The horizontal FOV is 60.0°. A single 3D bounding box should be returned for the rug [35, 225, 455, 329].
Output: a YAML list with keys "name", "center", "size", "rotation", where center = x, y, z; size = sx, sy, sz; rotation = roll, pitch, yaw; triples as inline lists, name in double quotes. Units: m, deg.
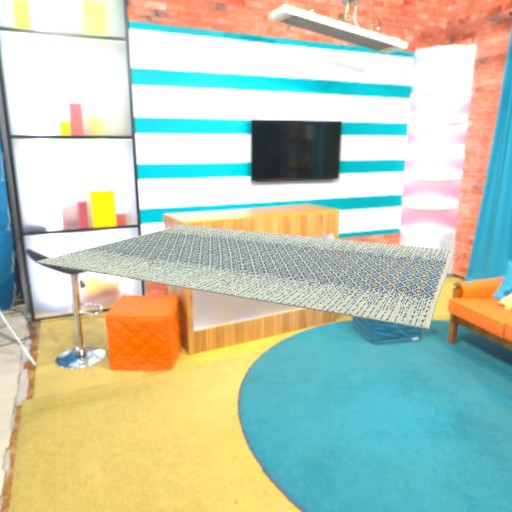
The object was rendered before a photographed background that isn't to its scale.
- name: "rug"
  center: [0.000, 0.000, 2.306]
  size: [1.828, 0.005, 1.219]
  rotation: [7, 15, 26]
